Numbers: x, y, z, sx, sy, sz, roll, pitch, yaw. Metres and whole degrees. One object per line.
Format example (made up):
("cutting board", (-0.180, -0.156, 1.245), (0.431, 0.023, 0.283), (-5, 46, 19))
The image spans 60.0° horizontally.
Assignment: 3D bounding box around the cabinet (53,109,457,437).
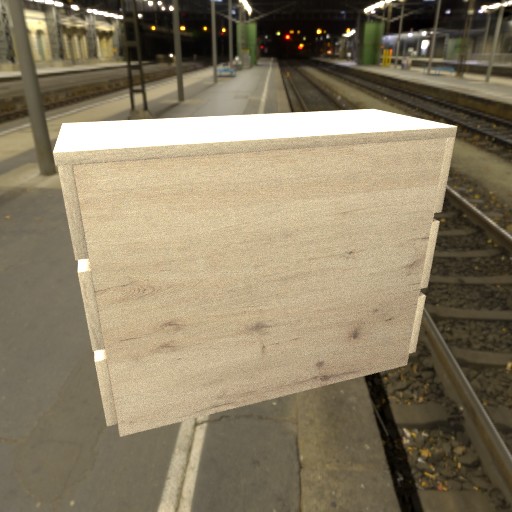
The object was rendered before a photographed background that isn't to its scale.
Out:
("cabinet", (0.000, 0.000, 1.431), (1.040, 0.820, 0.420), (-8, 26, -17))
